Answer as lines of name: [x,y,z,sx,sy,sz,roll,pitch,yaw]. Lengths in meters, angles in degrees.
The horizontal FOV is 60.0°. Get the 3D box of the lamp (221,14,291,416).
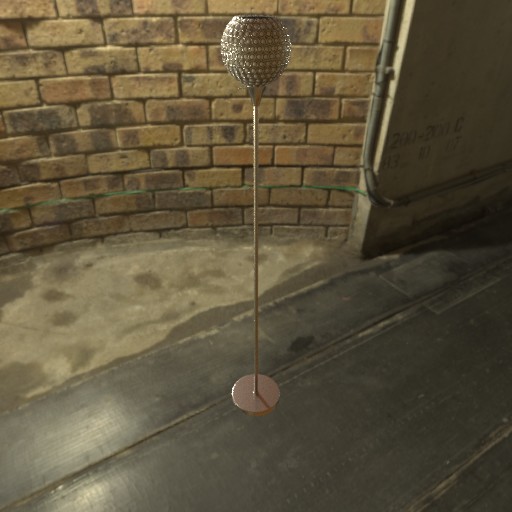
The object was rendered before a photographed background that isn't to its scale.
lamp: [0.000,0.000,1.890,0.254,1.805,0.254,0,33,0]
